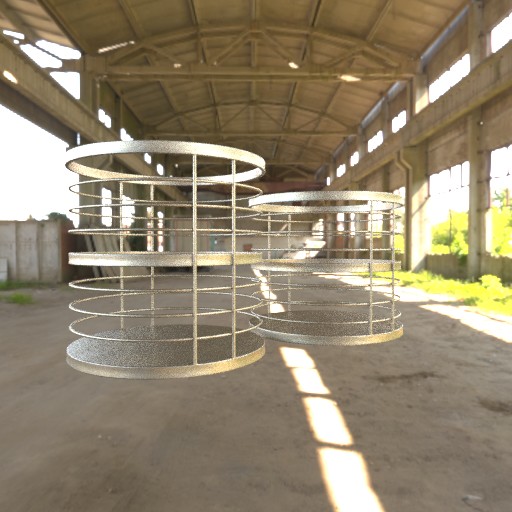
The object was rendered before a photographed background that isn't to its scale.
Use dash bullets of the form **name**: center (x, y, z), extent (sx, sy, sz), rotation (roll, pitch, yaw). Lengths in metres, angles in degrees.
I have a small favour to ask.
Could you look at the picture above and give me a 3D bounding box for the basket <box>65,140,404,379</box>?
- **basket**: center (0.000, 0.000, 0.935), extent (0.746, 0.351, 0.356), rotation (-1, 2, -35)
